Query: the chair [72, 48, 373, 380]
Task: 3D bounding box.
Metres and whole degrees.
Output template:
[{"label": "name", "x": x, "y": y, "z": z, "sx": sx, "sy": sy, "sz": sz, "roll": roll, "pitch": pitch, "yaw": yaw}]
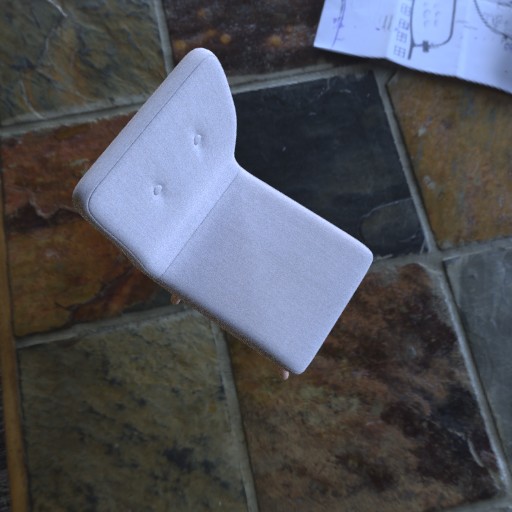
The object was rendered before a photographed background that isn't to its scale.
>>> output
[{"label": "chair", "x": 0.000, "y": 0.000, "z": 1.195, "sx": 0.550, "sy": 0.885, "sz": 0.435, "roll": 33, "pitch": 77, "yaw": 9}]
